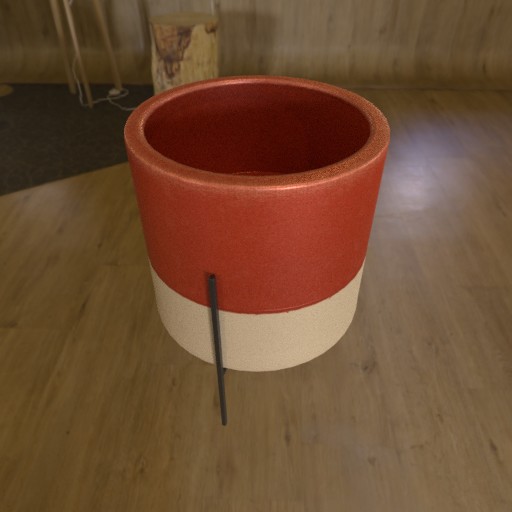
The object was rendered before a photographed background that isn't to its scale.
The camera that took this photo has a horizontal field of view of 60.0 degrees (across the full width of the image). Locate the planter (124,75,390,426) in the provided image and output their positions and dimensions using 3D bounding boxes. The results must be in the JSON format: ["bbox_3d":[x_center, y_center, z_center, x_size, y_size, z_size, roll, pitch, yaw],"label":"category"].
[{"bbox_3d":[0.000,0.000,0.726,0.345,0.465,0.354,12,42,14],"label":"planter"}]
